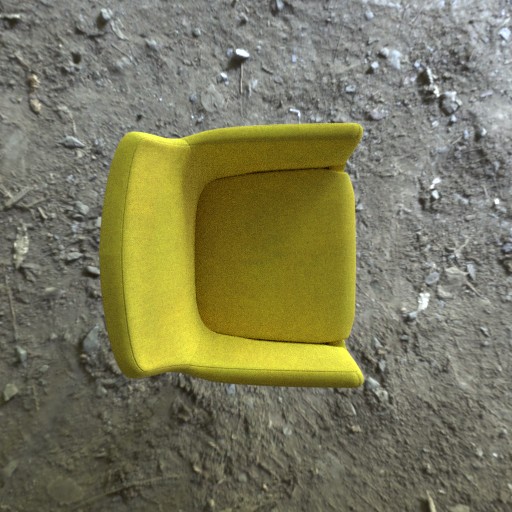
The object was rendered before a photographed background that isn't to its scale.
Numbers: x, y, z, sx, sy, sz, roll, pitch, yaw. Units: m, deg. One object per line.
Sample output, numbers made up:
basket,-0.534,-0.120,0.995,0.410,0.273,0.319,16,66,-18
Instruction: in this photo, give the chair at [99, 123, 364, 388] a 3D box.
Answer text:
chair,0.000,0.000,1.190,0.570,0.780,0.570,0,90,1
